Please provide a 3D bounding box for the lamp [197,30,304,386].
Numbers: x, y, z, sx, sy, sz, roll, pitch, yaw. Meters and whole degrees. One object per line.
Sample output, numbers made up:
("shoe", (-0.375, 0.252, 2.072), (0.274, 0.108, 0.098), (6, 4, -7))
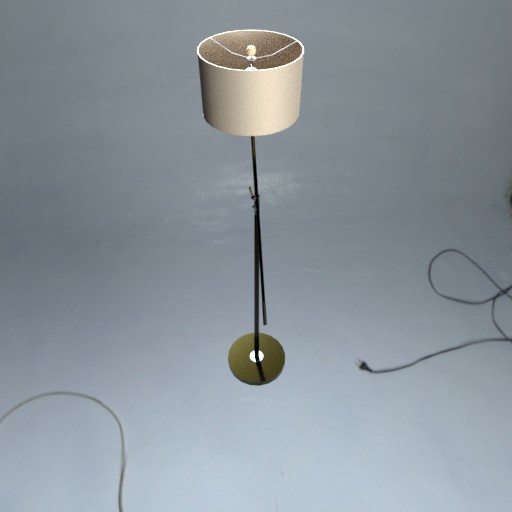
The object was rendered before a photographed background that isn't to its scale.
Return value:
("lamp", (0.000, 0.000, 1.974), (0.373, 1.635, 0.809), (-3, 45, -3))
